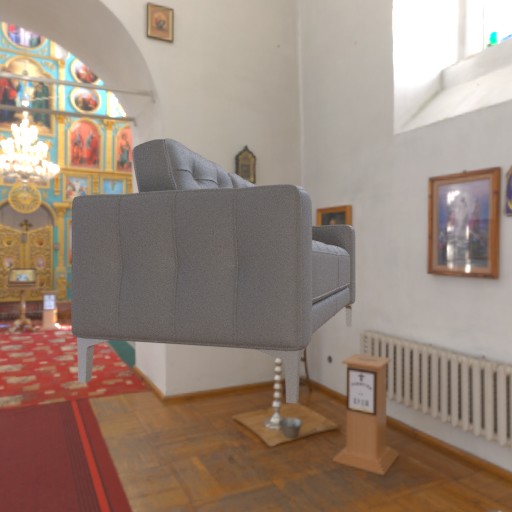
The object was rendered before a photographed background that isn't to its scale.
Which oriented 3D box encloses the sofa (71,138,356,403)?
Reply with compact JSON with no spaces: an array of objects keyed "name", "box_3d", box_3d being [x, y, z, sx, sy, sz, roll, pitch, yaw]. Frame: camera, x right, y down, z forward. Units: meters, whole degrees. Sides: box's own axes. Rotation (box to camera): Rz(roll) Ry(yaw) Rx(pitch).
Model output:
[{"name":"sofa","box_3d":[0.000,0.000,2.208,0.833,0.892,1.726,0,-1,18]}]
